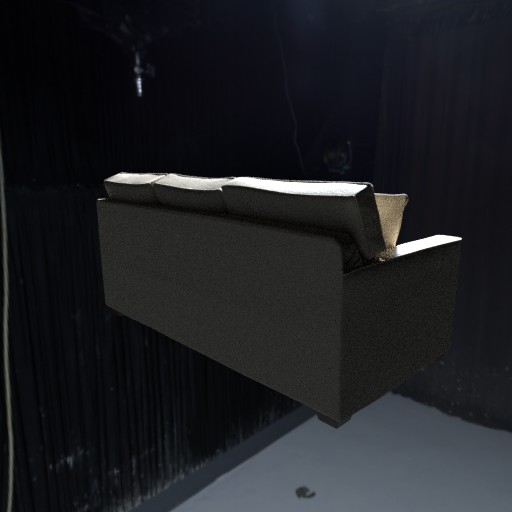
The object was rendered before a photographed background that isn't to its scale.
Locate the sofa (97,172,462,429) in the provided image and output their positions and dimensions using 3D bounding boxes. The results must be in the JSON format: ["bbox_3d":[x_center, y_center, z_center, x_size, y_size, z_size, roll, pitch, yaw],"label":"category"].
[{"bbox_3d":[0.000,0.000,2.590,1.034,0.946,1.962,-11,16,-43],"label":"sofa"}]
